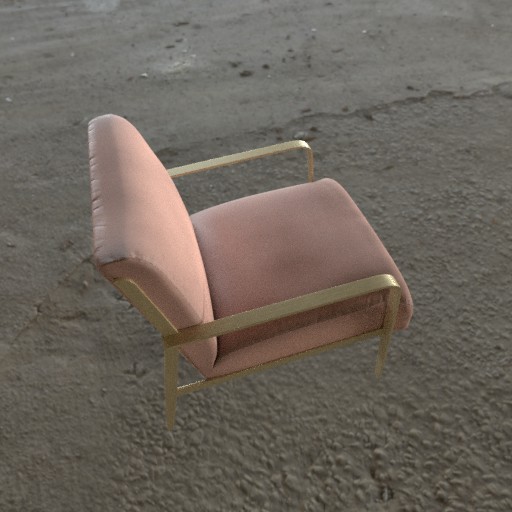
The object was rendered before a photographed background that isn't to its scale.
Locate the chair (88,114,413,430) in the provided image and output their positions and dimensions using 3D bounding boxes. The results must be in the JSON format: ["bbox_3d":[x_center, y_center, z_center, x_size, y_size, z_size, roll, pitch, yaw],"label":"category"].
[{"bbox_3d":[0.000,0.000,1.454,0.848,0.823,0.701,-12,48,-11],"label":"chair"}]
